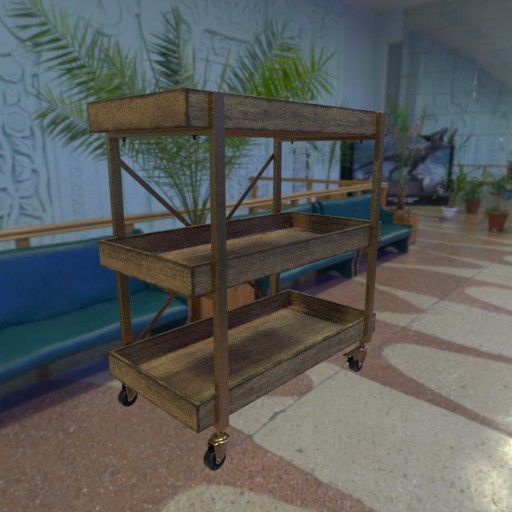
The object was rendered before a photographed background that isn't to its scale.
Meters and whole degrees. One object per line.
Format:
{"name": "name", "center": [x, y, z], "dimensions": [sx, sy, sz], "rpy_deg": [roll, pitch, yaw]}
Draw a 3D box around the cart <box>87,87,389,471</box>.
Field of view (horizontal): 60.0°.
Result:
{"name": "cart", "center": [0.000, 0.000, 1.259], "dimensions": [0.416, 0.799, 0.750], "rpy_deg": [12, 18, 42]}
